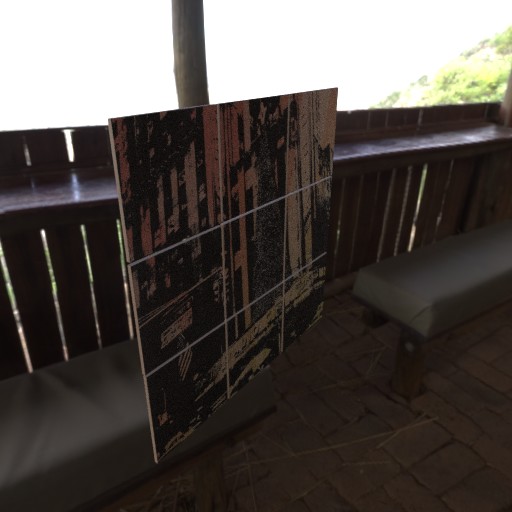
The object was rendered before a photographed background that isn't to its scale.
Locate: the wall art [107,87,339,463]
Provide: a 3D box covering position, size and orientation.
[{"bbox_3d":[0.000,0.000,2.259,0.017,1.521,1.527,18,30,33],"label":"wall art"}]
